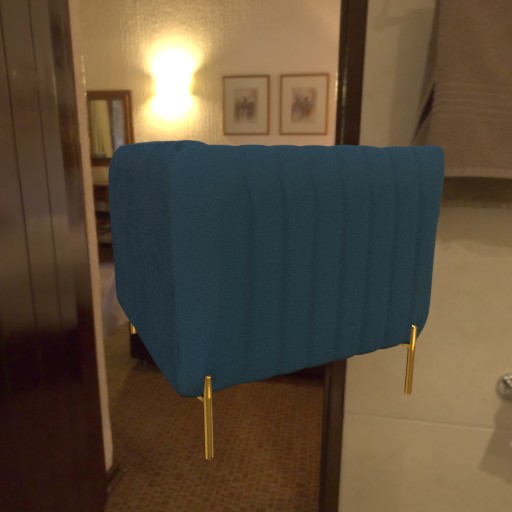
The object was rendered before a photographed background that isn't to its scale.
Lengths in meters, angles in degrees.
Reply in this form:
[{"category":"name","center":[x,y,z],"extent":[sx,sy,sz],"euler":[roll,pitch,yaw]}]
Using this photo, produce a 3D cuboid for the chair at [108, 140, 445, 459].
[{"category":"chair","center":[0.000,0.000,1.596],"extent":[0.877,0.793,0.947],"euler":[-7,15,-26]}]
